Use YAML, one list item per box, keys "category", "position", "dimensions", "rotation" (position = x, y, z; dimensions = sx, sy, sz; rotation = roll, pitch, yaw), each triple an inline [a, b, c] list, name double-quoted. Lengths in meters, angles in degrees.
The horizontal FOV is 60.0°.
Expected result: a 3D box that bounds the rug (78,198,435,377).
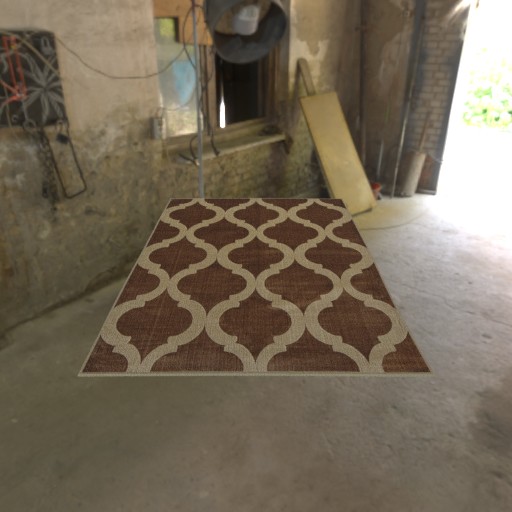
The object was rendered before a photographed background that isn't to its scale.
- category: "rug"
  position: [0.000, 0.000, 2.899]
  dimensions: [1.526, 0.014, 2.290]
  rotation: [0, 26, 0]
